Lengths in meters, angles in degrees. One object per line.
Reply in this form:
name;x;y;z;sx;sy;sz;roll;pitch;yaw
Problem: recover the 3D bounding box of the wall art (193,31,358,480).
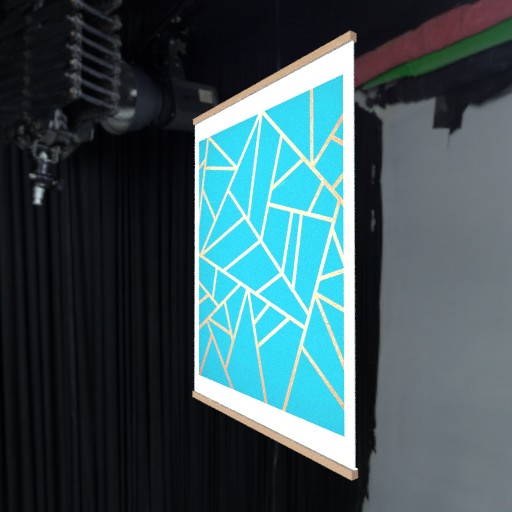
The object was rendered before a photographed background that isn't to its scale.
wall art;0.000;0.000;0.789;0.012;0.608;0.459;1;-1;-36
